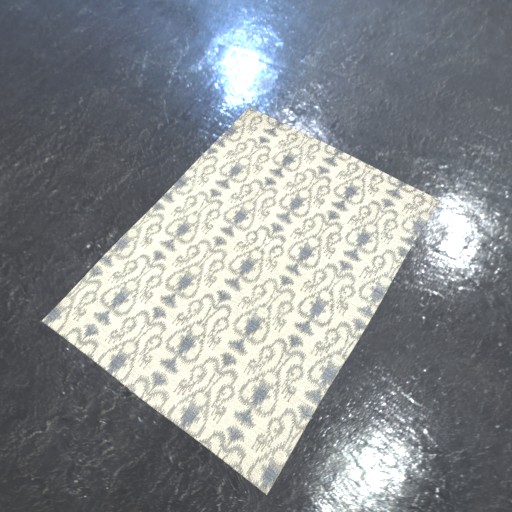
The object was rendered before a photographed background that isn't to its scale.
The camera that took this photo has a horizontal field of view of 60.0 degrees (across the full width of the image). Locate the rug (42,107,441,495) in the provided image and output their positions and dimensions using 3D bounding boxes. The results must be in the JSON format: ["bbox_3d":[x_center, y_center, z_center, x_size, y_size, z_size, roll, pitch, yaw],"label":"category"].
[{"bbox_3d":[0.000,0.000,2.955,1.676,0.013,2.261,31,65,16],"label":"rug"}]
